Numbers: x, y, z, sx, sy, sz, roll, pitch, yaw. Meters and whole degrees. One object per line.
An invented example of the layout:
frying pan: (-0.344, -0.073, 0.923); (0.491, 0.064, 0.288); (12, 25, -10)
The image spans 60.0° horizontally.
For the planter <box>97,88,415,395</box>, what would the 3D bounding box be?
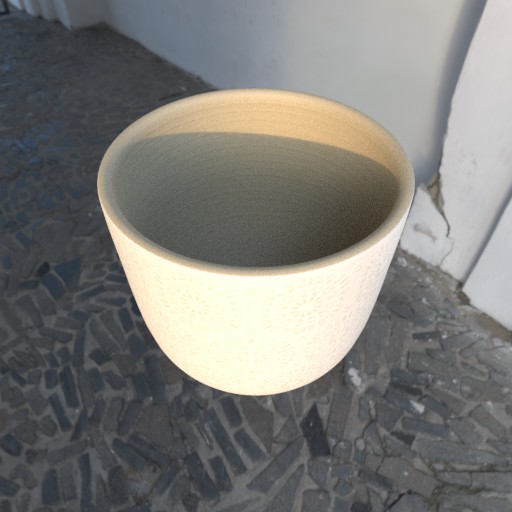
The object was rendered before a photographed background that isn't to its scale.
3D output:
planter: (0.000, 0.000, 0.366); (0.208, 0.190, 0.208); (0, 47, 0)
